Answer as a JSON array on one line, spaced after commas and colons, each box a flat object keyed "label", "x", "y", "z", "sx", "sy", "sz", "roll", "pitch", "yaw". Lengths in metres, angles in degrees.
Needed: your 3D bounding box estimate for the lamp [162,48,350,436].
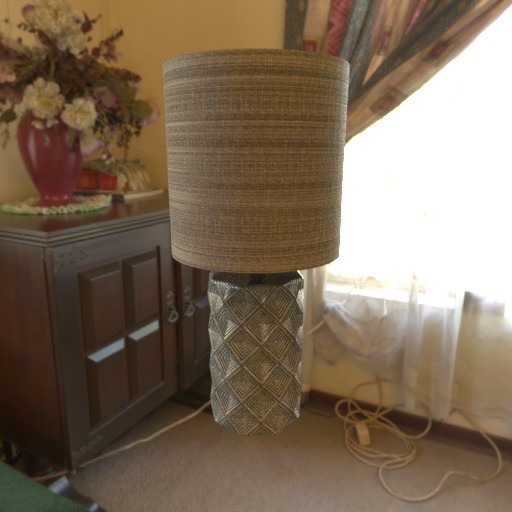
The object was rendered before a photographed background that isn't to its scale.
[{"label": "lamp", "x": 0.000, "y": 0.000, "z": 0.716, "sx": 0.269, "sy": 0.566, "sz": 0.268, "roll": 3, "pitch": 14, "yaw": 10}]
